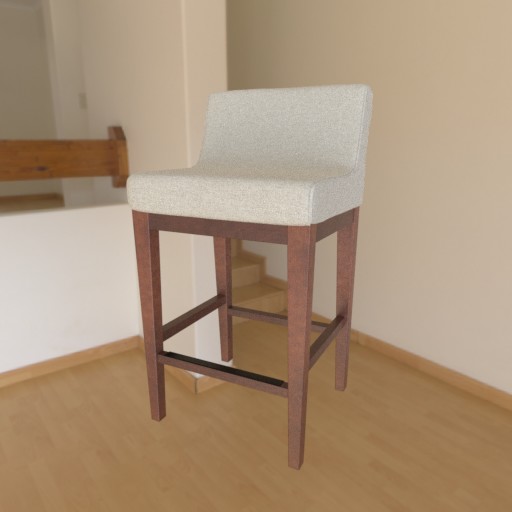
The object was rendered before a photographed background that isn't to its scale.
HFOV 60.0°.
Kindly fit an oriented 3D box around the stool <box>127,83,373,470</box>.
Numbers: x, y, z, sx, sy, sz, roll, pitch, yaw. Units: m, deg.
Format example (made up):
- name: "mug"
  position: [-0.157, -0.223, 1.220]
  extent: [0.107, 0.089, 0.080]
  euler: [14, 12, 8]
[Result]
- name: "stool"
  position: [0.000, 0.000, 1.263]
  extent: [0.511, 0.937, 0.500]
  euler: [7, 16, 26]
